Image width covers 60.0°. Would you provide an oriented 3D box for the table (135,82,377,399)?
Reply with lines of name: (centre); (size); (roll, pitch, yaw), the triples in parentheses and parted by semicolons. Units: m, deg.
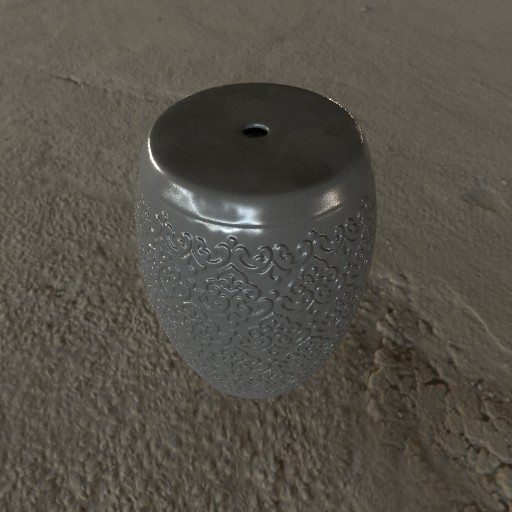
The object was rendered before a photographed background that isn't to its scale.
table: (0.000, 0.000, 0.620); (0.309, 0.397, 0.309); (0, 47, 0)
